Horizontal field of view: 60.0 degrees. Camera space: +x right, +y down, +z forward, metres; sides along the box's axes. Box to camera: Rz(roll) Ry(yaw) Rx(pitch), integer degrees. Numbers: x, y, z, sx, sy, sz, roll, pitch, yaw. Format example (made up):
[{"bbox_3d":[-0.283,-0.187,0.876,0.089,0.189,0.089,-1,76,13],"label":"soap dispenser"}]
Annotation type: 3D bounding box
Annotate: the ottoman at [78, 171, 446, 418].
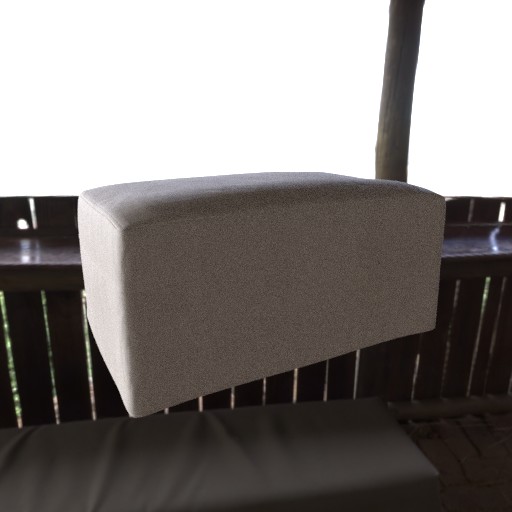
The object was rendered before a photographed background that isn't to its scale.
[{"bbox_3d":[0.000,0.000,1.229,0.872,0.444,0.590,-9,18,-27],"label":"ottoman"}]
